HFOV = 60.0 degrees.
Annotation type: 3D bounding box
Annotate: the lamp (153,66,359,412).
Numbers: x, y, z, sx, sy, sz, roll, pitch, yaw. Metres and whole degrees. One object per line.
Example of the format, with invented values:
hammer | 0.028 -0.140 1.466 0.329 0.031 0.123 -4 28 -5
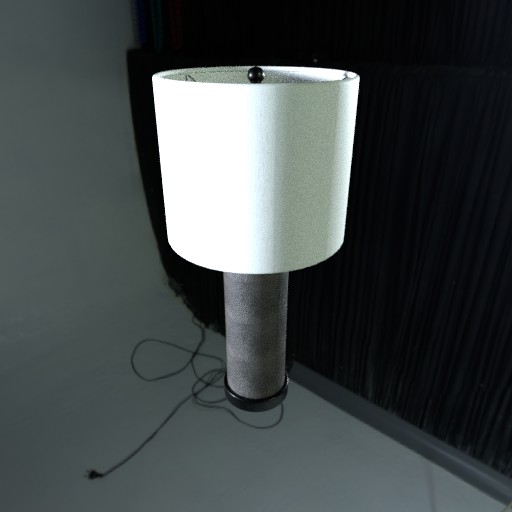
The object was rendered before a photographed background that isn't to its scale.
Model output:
lamp | 0.000 0.000 0.804 0.305 0.634 0.305 18 32 32
